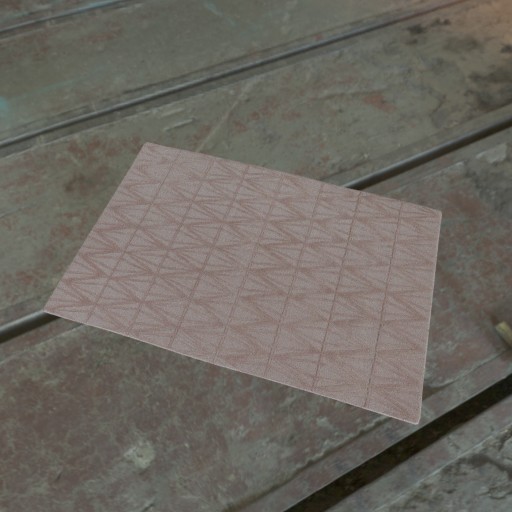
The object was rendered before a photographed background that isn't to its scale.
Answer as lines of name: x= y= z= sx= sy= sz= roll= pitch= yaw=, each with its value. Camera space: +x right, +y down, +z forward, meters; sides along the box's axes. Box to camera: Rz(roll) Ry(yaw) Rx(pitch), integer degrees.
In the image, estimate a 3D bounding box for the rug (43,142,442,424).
rug: x=0.000 y=0.000 z=2.349 sx=1.837 sy=0.025 sz=1.230 roll=15 pitch=59 yaw=9
